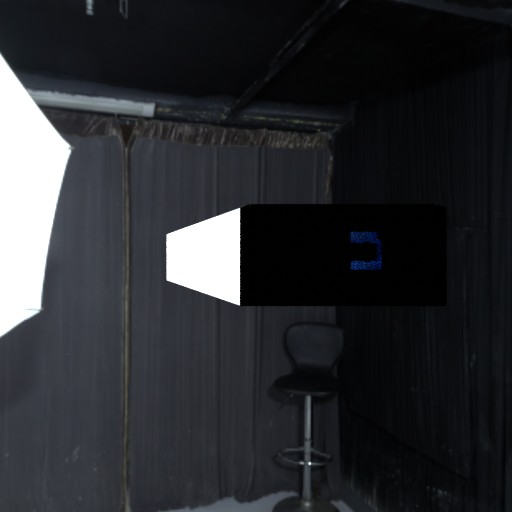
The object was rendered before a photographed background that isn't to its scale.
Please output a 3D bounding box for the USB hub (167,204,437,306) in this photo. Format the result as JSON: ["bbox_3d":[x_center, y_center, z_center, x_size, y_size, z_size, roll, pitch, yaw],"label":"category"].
[{"bbox_3d":[0.000,0.000,0.157,0.044,0.023,0.145,0,0,-19],"label":"USB hub"}]
